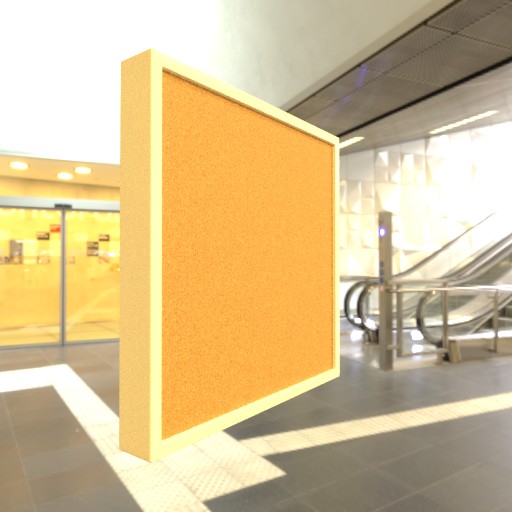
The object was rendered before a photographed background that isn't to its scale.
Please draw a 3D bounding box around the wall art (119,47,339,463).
[{"bbox_3d":[0.000,0.000,0.456,0.038,0.305,0.305,0,-1,37],"label":"wall art"}]
